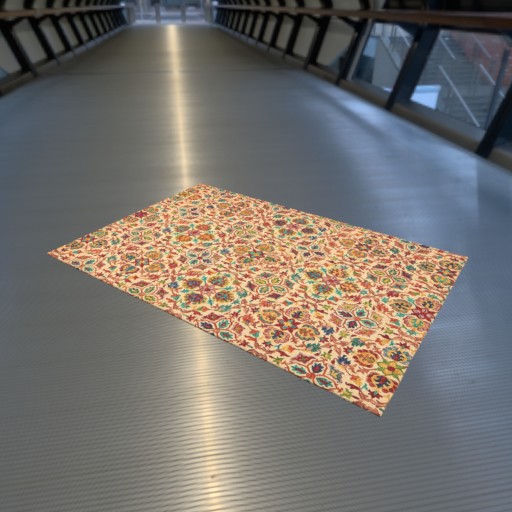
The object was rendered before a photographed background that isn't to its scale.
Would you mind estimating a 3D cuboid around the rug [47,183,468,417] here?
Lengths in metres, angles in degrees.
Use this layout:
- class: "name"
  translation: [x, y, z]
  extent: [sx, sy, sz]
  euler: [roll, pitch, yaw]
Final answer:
- class: "rug"
  translation: [0.000, 0.000, 2.321]
  extent: [1.838, 0.013, 1.226]
  euler: [19, 36, 29]
